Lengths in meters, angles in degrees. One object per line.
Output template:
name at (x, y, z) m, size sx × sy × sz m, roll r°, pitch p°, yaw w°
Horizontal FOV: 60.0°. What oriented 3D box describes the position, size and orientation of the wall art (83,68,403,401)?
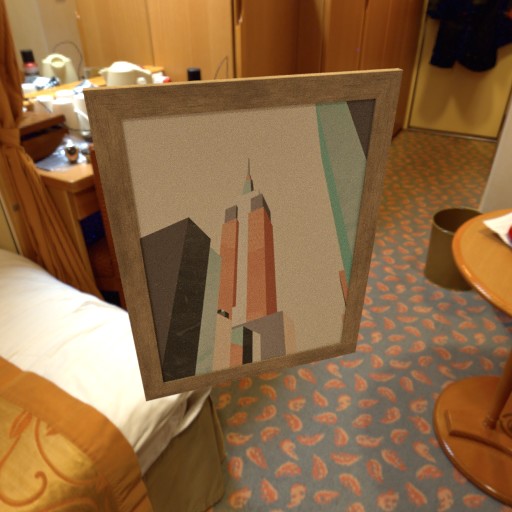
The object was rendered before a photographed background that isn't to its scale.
wall art at (0.000, 0.000, 0.904) m, size 0.534 × 0.686 × 0.018 m, roll -9°, pitch 34°, yaw -14°
